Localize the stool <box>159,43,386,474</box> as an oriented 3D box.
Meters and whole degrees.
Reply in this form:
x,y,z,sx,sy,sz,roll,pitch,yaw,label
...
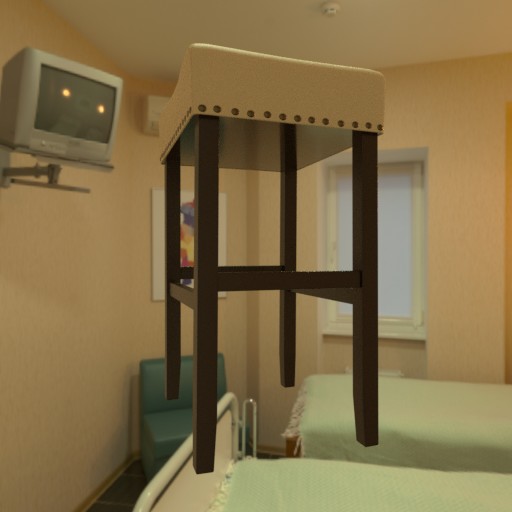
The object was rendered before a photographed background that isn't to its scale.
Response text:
x,y,z,sx,sy,sz,roll,pitch,yaw,label
0.000,0.000,1.044,0.401,0.762,0.471,0,0,-19,stool
